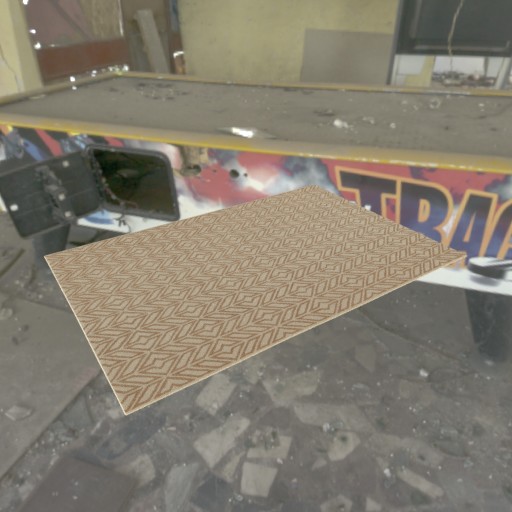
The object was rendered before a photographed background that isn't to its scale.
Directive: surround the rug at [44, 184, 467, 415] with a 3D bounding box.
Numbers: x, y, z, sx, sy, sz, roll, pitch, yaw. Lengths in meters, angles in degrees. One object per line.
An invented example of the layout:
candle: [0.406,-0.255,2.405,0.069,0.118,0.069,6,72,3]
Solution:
rug: [0.000,0.000,2.301,1.828,0.007,1.220,-19,35,-29]
